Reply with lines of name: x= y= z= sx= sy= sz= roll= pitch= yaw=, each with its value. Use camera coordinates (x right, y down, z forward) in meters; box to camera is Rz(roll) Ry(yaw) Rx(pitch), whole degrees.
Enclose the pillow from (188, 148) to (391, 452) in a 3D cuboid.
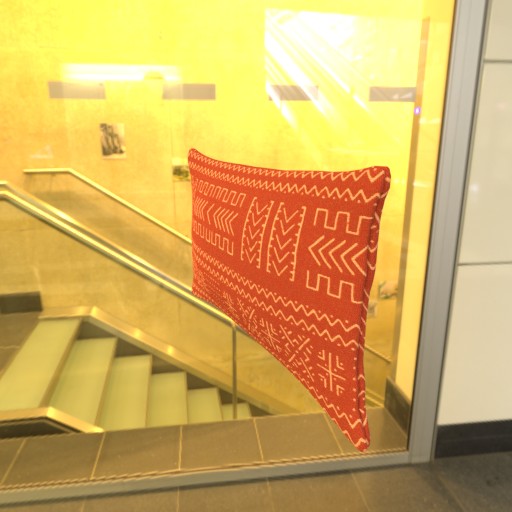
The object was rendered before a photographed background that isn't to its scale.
pillow: x=0.000 y=0.000 z=0.783 sx=0.130 sy=0.352 sz=0.640 roll=-8 pitch=17 yaw=-26
